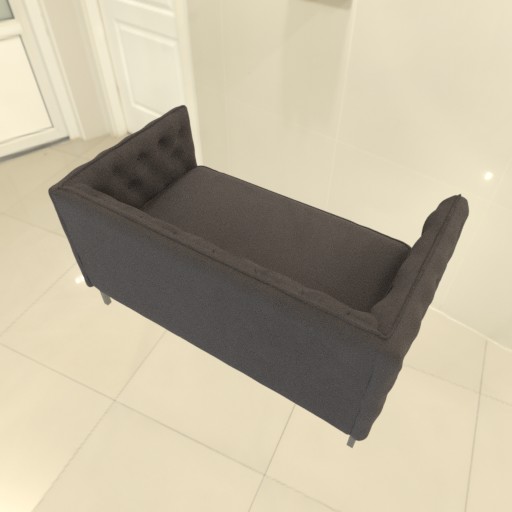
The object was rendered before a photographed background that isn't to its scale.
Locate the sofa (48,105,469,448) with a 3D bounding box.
[{"bbox_3d":[0.000,0.000,2.109,1.583,0.810,0.909,24,50,22],"label":"sofa"}]
